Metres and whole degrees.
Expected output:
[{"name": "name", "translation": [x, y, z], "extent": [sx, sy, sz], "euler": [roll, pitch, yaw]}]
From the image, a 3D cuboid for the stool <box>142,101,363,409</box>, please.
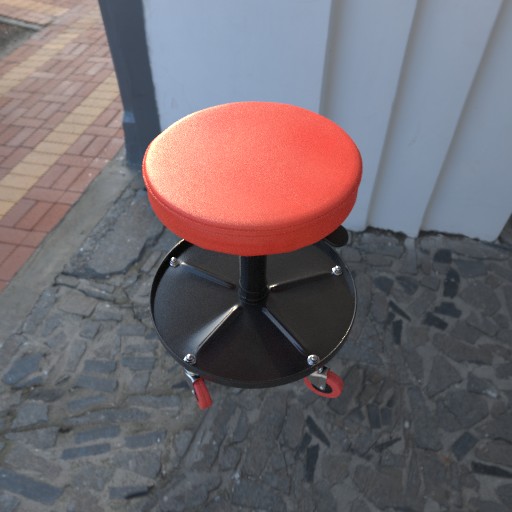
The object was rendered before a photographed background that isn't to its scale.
[{"name": "stool", "translation": [0.000, 0.000, 0.679], "extent": [0.382, 0.365, 0.381], "euler": [24, 52, 21]}]
